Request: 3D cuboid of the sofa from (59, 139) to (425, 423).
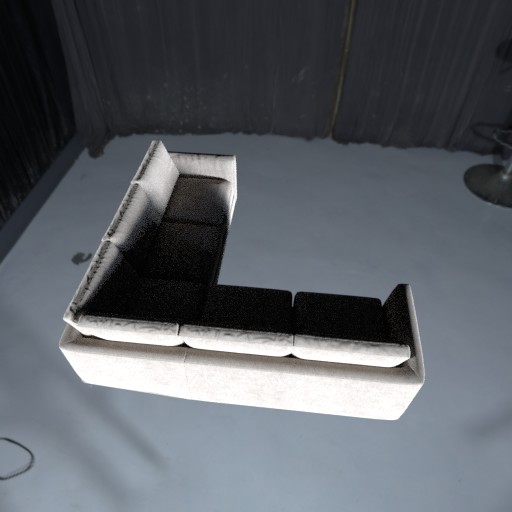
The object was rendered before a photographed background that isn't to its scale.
[{"bbox_3d":[0.000,0.000,3.830,2.438,0.864,2.438,5,46,4],"label":"sofa"}]
